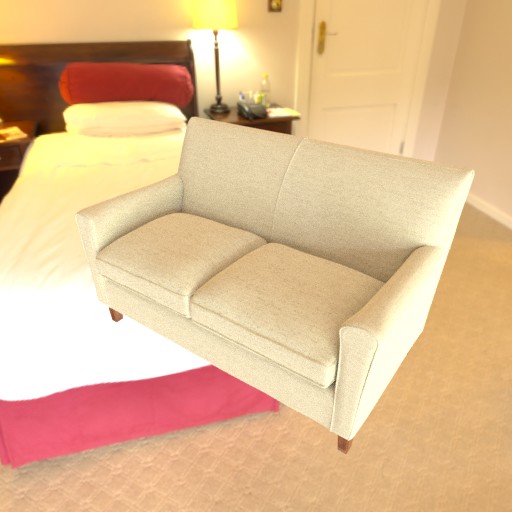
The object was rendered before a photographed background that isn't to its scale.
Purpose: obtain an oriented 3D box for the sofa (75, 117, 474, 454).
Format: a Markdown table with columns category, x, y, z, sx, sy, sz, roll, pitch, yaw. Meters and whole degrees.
| category | x | y | z | sx | sy | sz | roll | pitch | yaw |
| --- | --- | --- | --- | --- | --- | --- | --- | --- | --- |
| sofa | 0.000 | 0.000 | 2.015 | 1.482 | 0.892 | 0.891 | 20 | 36 | 30 |
